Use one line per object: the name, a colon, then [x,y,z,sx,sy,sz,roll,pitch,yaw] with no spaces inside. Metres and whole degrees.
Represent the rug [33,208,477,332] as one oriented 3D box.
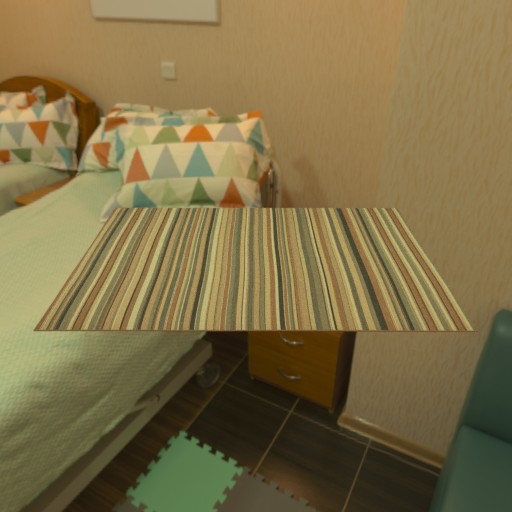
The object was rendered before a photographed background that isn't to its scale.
rug: [0.000,0.000,2.344,1.829,0.008,1.219,0,31,0]
